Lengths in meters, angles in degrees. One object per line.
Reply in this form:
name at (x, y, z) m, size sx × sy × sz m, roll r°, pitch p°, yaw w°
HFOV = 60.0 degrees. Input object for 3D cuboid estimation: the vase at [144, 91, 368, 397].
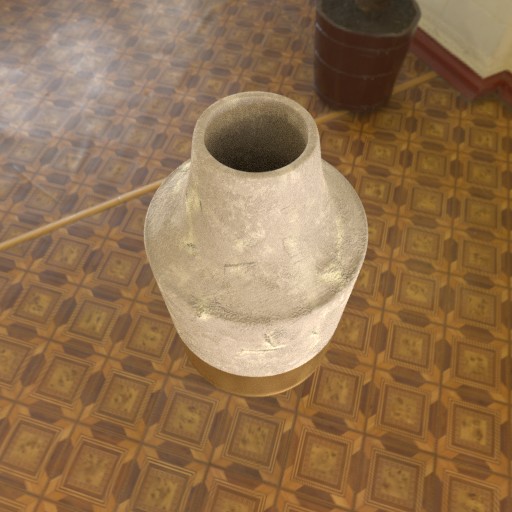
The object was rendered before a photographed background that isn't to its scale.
vase at (0.000, 0.000, 0.411) m, size 0.184 × 0.305 × 0.184 m, roll 0°, pitch 59°, yaw 0°
